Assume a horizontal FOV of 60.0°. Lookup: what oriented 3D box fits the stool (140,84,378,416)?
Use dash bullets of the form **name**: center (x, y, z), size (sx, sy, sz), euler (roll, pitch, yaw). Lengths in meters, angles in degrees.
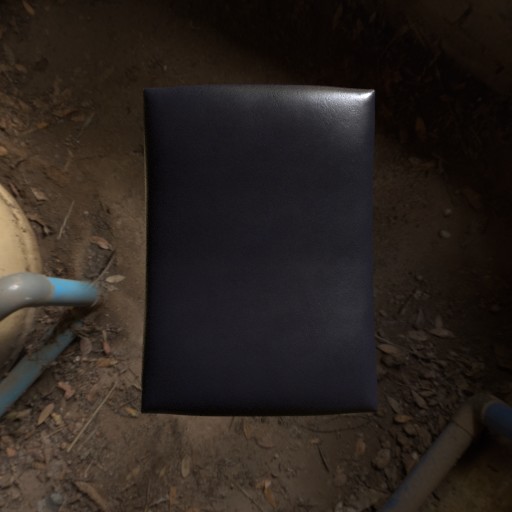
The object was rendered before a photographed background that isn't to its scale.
- **stool**: center (0.000, 0.000, 1.008), size (0.372, 0.742, 0.504), euler (0, 88, -1)
